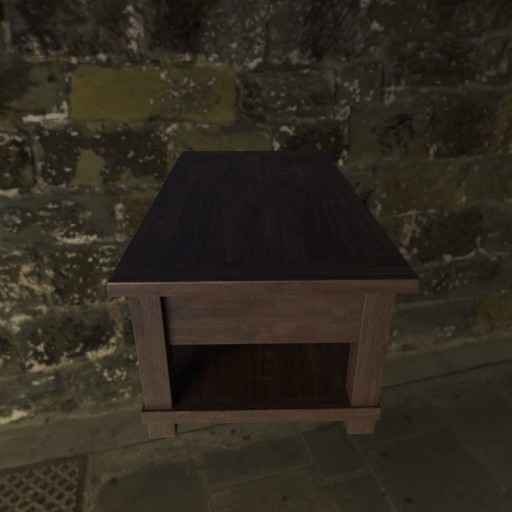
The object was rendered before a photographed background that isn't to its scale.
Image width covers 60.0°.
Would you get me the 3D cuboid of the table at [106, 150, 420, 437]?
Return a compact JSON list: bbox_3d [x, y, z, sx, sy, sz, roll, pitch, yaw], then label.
[{"bbox_3d":[0.000,0.000,1.631,0.700,0.494,1.270,-1,26,-1],"label":"table"}]
